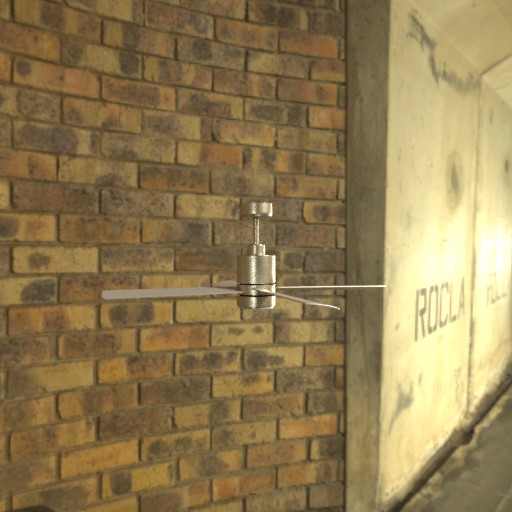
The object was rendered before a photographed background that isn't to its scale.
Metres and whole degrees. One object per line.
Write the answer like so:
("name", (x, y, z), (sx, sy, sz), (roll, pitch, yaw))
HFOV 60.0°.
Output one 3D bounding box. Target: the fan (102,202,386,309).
("fan", (0.000, 0.000, 2.322), (1.525, 0.539, 1.525), (0, 0, -18))
